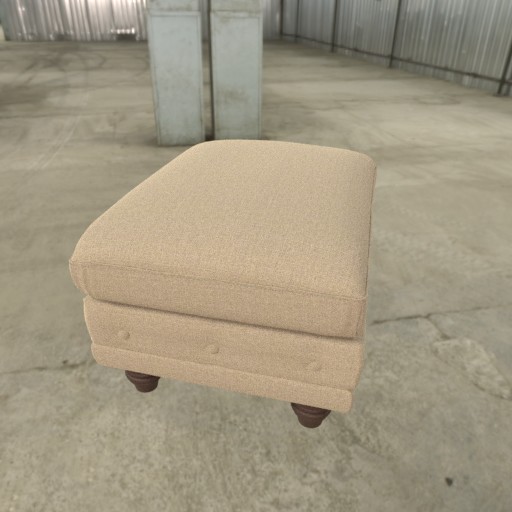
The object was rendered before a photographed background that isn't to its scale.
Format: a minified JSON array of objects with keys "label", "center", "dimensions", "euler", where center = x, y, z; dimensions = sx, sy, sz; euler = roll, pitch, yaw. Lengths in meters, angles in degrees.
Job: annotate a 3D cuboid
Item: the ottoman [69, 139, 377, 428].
[{"label":"ottoman","center":[0.000,0.000,1.070],"dimensions":[0.541,0.463,0.684],"euler":[7,30,13]}]
